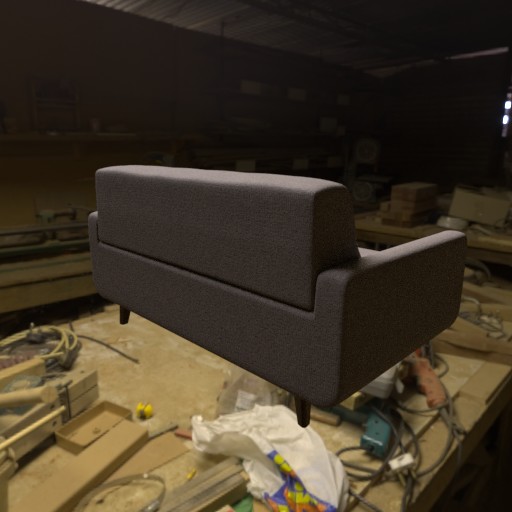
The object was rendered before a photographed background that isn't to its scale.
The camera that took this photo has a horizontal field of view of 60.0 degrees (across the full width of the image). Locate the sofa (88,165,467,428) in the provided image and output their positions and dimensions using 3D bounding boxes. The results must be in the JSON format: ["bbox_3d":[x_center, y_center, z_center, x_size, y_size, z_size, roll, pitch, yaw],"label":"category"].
[{"bbox_3d":[0.000,0.000,2.125,0.909,0.841,1.631,-14,20,-43],"label":"sofa"}]
